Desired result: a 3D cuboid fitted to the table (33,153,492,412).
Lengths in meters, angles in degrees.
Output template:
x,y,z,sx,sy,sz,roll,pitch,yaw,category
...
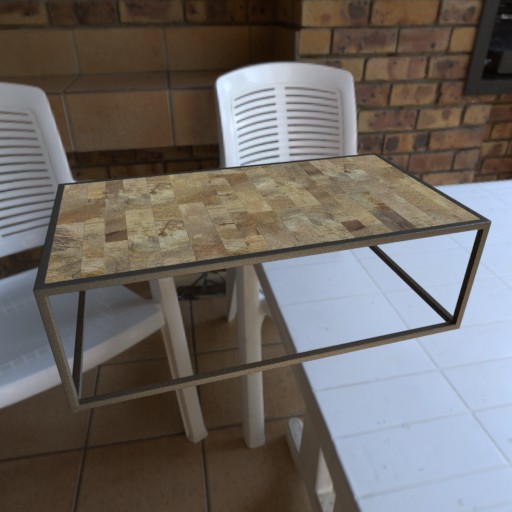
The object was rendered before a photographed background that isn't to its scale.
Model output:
x,y,z,sx,sy,sz,roll,pitch,yaw,category
0.000,0.000,1.474,1.199,0.398,0.649,-9,32,-14,table
